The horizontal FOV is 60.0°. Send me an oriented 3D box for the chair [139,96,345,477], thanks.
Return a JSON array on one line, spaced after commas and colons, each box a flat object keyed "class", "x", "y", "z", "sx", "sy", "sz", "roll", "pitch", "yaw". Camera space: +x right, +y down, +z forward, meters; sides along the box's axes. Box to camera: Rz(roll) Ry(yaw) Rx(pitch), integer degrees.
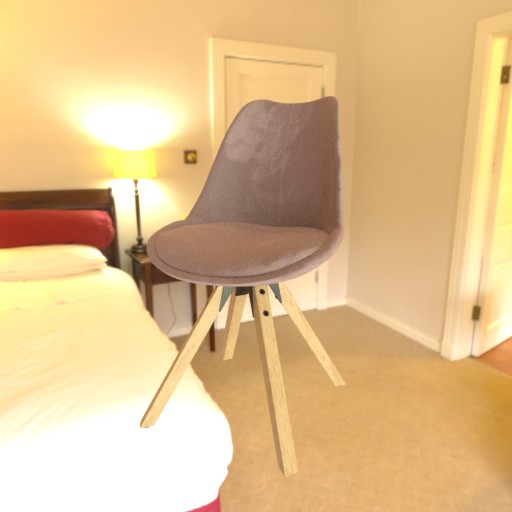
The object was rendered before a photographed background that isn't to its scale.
[{"class": "chair", "x": 0.000, "y": 0.000, "z": 1.187, "sx": 0.485, "sy": 0.850, "sz": 0.550, "roll": 6, "pitch": 15, "yaw": 25}]
